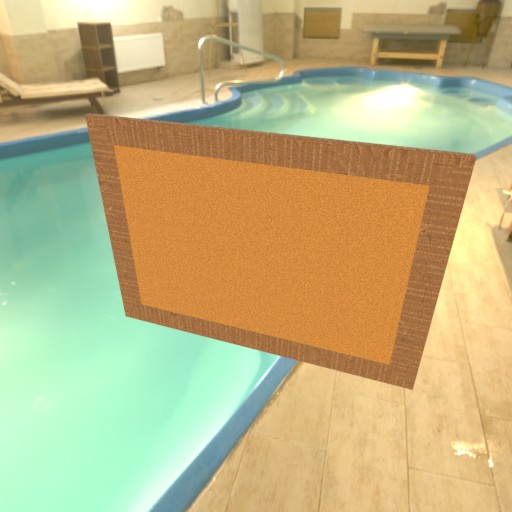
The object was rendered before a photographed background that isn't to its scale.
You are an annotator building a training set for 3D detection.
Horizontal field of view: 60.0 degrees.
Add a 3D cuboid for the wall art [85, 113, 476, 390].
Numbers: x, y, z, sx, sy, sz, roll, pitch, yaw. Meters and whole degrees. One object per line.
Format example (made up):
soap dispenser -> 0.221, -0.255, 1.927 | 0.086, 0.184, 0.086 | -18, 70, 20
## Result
wall art -> 0.000, 0.000, 1.352 | 1.056, 0.761, 0.020 | 11, 34, 17
